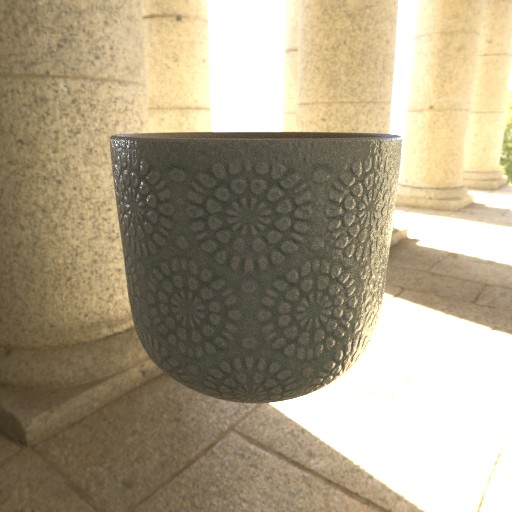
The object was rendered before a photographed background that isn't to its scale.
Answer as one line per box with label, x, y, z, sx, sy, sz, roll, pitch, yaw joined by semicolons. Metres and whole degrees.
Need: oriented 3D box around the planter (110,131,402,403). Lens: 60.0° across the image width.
planter;0.000;0.000;0.290;0.169;0.153;0.169;0;17;0
